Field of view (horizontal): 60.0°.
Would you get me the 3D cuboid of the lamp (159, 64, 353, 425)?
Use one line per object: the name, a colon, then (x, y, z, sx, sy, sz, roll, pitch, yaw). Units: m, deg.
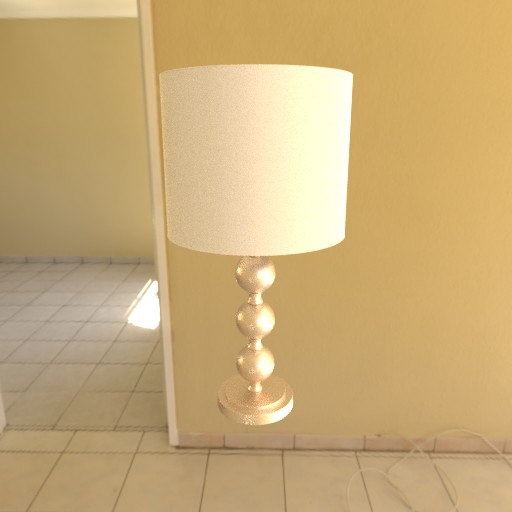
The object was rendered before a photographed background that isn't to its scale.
lamp: (0.000, 0.000, 0.715, 0.277, 0.538, 0.277, -2, 16, -8)
